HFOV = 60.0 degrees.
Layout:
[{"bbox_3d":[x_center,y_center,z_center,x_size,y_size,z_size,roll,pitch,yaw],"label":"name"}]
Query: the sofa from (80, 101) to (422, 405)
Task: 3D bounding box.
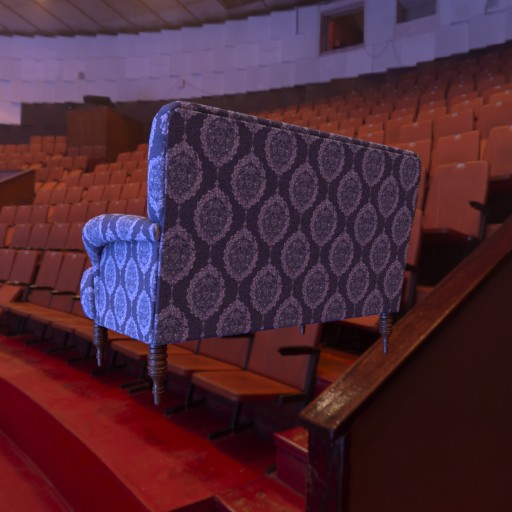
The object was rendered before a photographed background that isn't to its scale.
[{"bbox_3d":[0.000,0.000,1.823,1.297,0.867,0.779,-1,1,-37],"label":"sofa"}]
